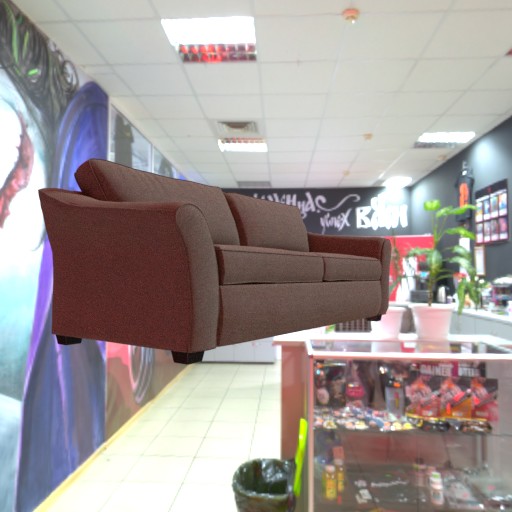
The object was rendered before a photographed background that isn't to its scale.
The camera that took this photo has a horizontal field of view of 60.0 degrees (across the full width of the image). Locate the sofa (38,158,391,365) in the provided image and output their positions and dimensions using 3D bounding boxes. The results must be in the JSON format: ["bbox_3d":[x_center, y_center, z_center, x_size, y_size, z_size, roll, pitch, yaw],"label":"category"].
[{"bbox_3d":[0.000,0.000,2.721,0.986,0.906,2.270,-2,-3,36],"label":"sofa"}]
